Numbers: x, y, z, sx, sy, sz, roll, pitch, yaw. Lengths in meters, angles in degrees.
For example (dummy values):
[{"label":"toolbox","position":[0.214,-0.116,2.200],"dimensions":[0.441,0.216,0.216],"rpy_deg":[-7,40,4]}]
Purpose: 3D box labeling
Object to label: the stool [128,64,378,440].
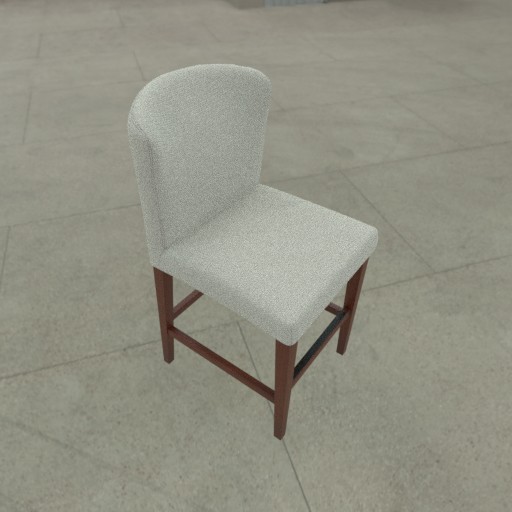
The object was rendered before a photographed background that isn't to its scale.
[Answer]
[{"label":"stool","position":[0.000,0.000,1.325],"dimensions":[0.568,0.969,0.481],"rpy_deg":[26,47,27]}]
